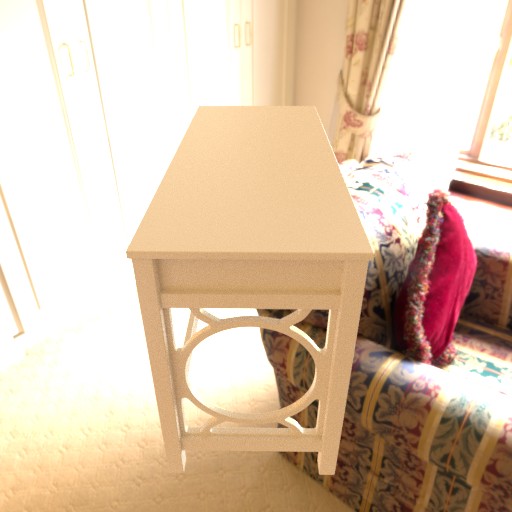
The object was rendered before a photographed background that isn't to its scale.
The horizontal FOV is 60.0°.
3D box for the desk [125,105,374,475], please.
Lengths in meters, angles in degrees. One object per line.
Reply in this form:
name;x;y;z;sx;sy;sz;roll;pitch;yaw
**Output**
desk;0.000;0.000;1.583;0.504;0.762;1.191;0;32;1
